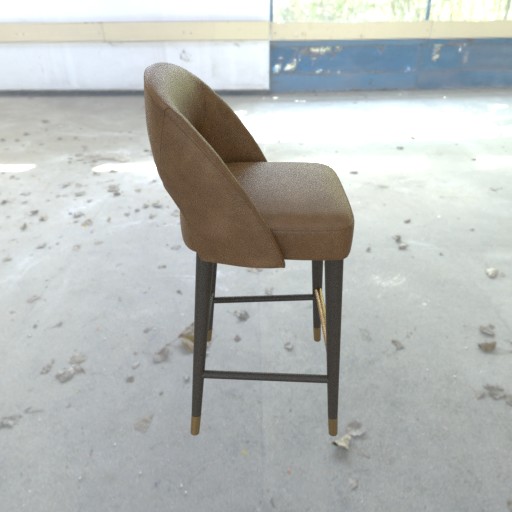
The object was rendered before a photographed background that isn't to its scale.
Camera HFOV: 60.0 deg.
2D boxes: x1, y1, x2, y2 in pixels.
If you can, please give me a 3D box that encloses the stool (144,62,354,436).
[{"bbox_3d":[0.000,0.000,1.298,0.509,1.037,0.494,0,31,0],"label":"stool"}]
